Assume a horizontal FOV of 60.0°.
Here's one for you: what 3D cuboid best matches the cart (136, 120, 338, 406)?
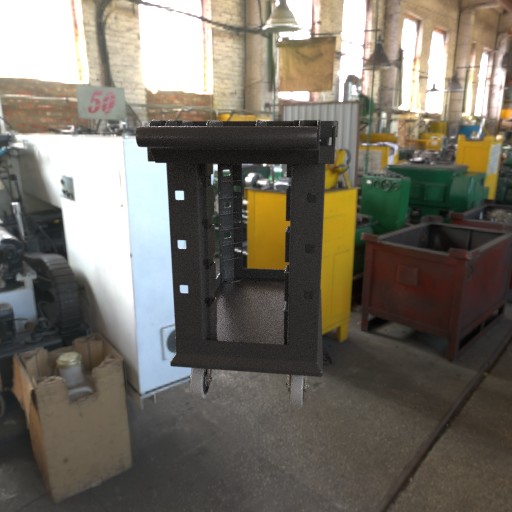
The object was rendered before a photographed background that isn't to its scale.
[{"bbox_3d":[0.000,0.000,1.534,0.497,0.884,1.061,2,16,7],"label":"cart"}]
